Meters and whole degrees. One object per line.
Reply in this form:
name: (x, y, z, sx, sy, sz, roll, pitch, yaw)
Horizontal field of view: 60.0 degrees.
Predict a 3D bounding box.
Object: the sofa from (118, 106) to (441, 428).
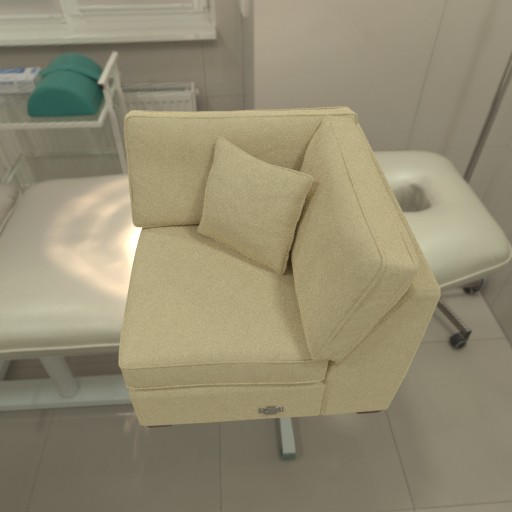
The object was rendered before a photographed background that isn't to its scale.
sofa: (0.000, 0.000, 1.928, 1.084, 1.002, 1.146, -3, 44, -3)
